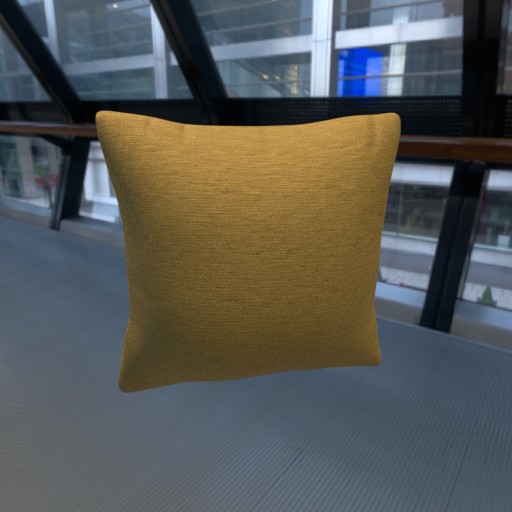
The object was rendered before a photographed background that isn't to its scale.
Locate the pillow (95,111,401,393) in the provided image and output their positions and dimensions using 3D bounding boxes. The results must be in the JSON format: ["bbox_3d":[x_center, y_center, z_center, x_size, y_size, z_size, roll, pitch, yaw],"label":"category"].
[{"bbox_3d":[0.000,0.000,0.673,0.435,0.417,0.247,-3,17,-10],"label":"pillow"}]
